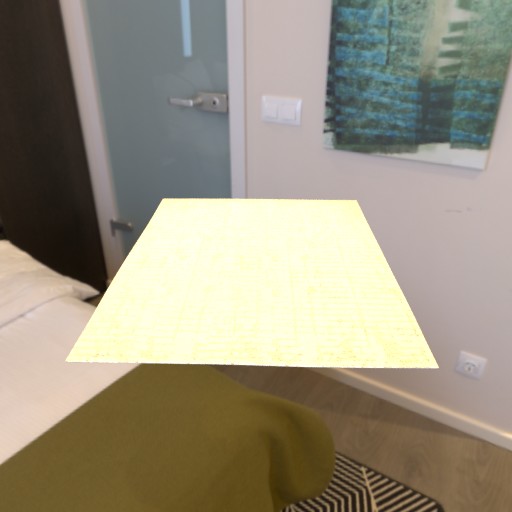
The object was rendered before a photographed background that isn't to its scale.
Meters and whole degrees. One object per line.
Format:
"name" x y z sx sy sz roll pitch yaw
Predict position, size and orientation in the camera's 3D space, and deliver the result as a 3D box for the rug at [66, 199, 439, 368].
"rug" 0.000 0.000 4.234 2.447 0.014 3.061 1 28 1
